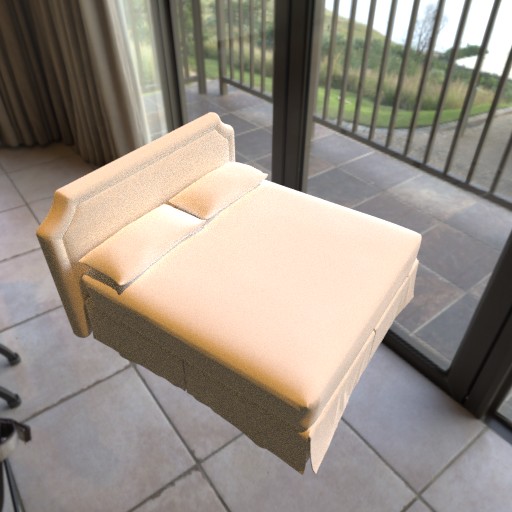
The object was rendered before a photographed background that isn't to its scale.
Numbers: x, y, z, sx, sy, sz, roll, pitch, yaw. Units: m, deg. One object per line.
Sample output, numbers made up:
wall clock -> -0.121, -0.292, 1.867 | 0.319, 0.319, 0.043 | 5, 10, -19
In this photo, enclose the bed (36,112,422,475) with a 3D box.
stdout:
bed -> 0.000, 0.000, 3.484 | 2.204, 1.301, 2.160 | 23, 45, 26
